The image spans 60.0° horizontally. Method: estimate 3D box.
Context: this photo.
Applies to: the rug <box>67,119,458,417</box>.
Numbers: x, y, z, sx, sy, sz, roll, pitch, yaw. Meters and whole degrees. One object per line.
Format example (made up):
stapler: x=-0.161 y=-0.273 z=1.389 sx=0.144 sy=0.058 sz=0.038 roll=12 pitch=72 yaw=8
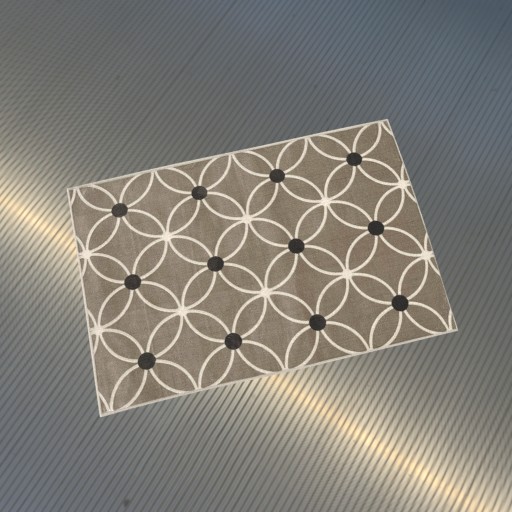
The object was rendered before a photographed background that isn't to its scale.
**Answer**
rug: x=0.000 y=0.000 z=2.899 sx=2.284 sy=0.008 sz=1.522 roll=-13 pitch=77 yaw=-3
